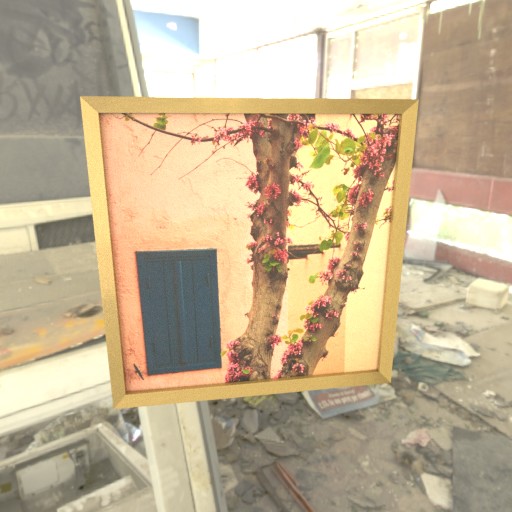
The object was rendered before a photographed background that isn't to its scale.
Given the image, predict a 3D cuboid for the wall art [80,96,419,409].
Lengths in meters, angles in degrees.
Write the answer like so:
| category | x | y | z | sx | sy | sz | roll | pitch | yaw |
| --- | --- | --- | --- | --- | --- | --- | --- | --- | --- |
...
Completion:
| category | x | y | z | sx | sy | sz | roll | pitch | yaw |
| --- | --- | --- | --- | --- | --- | --- | --- | --- | --- |
| wall art | 0.000 | 0.000 | 0.455 | 0.304 | 0.305 | 0.038 | -3 | 17 | -9 |
